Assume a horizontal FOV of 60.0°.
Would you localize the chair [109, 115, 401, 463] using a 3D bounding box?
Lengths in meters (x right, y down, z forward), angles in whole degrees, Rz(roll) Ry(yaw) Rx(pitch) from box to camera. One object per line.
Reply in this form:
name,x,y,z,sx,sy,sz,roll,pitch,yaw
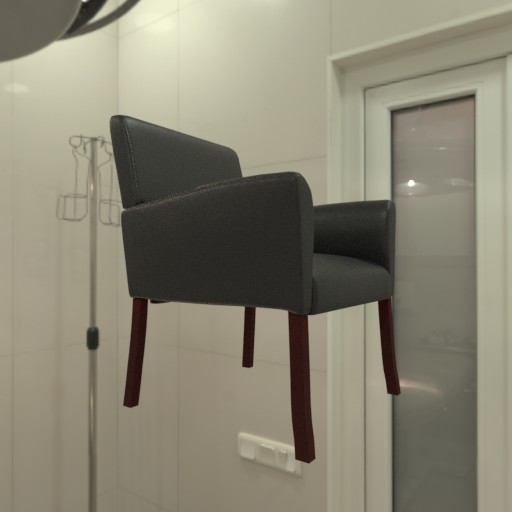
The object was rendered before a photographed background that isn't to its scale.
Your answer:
chair,0.000,0.000,1.503,0.772,0.951,0.683,0,0,36
